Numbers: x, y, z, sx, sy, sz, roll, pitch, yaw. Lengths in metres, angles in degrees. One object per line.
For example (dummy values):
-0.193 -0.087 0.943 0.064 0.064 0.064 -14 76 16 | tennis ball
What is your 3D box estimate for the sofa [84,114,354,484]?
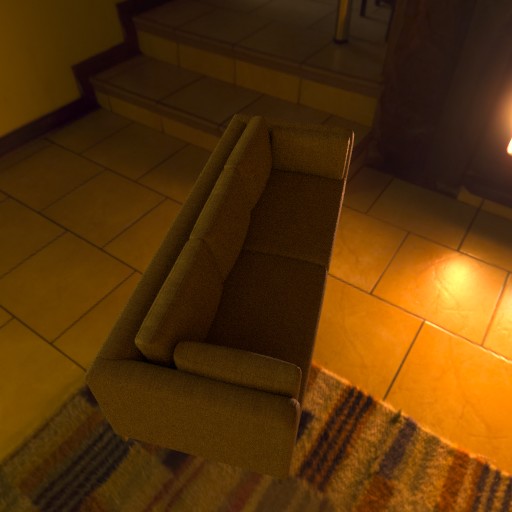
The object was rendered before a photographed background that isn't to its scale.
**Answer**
0.000 0.000 2.916 0.969 0.867 2.415 11 47 10 | sofa
